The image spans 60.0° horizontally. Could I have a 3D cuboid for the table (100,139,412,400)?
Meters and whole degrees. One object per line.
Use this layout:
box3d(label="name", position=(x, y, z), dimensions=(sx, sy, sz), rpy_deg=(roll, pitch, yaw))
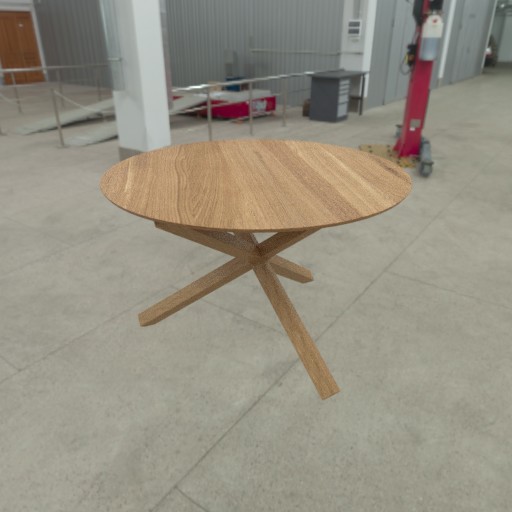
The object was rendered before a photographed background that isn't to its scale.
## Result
box3d(label="table", position=(0.000, 0.000, 1.693), dimensions=(1.038, 0.666, 1.038), rpy_deg=(0, 27, 0))
